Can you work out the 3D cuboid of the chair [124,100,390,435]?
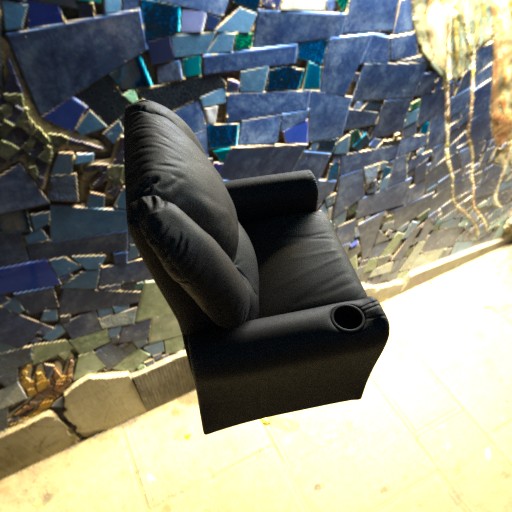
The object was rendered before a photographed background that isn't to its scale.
[{"bbox_3d":[0.000,0.000,1.117,0.521,0.709,0.610,-9,47,-9],"label":"chair"}]
